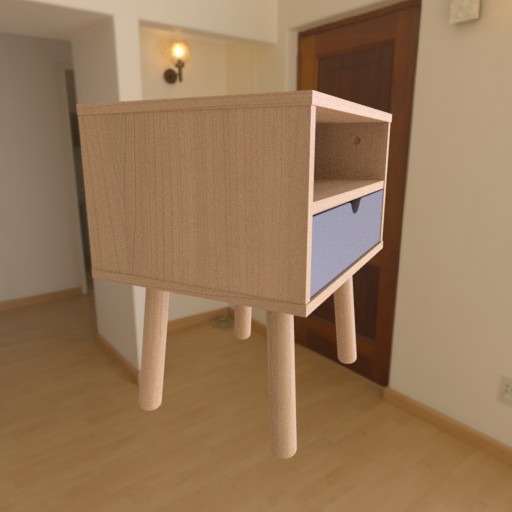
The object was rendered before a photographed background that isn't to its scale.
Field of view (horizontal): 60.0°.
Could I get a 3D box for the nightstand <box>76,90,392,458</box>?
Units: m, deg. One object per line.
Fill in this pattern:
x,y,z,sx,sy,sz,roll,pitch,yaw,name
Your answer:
0.000,0.000,0.844,0.380,0.530,0.450,7,16,27,nightstand
